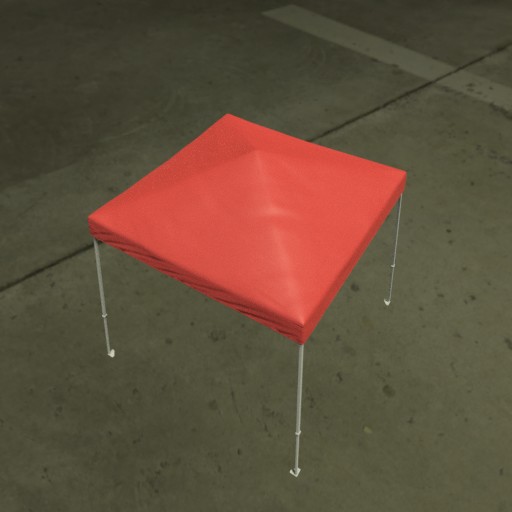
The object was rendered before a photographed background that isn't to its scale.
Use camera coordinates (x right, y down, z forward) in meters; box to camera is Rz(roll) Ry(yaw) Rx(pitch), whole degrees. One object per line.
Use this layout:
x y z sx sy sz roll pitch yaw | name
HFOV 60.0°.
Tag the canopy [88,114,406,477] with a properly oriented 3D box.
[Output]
0.000 0.000 5.151 2.849 2.849 2.848 25 51 22 | canopy
